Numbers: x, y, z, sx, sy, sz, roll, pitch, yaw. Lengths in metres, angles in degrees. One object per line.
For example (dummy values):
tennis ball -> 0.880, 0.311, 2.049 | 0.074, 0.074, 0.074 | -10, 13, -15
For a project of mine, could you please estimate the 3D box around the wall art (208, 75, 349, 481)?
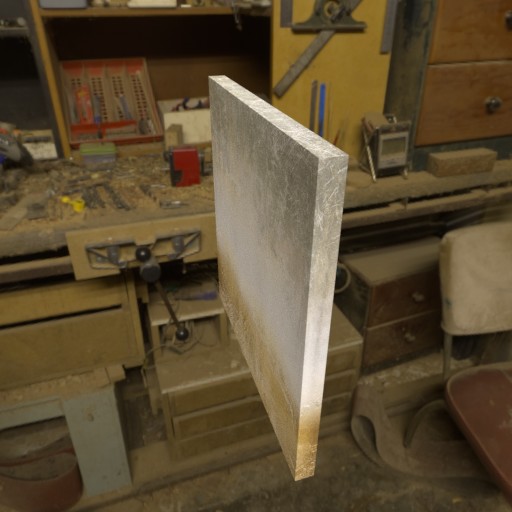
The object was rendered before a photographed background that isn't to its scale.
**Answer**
wall art -> 0.000, 0.000, 0.915 | 0.038, 0.610, 0.610 | -9, 32, -15
